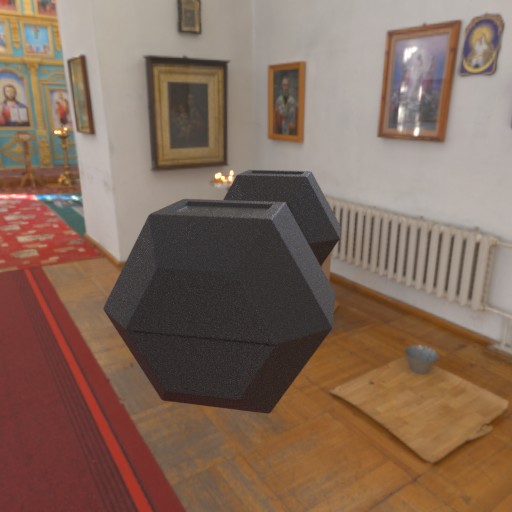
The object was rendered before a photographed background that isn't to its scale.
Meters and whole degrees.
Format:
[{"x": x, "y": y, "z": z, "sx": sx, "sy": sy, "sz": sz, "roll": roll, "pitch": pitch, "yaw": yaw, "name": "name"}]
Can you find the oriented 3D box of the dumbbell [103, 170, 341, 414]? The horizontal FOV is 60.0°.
[{"x": 0.000, "y": 0.000, "z": 0.335, "sx": 0.122, "sy": 0.106, "sz": 0.271, "roll": 3, "pitch": 17, "yaw": 11, "name": "dumbbell"}]
